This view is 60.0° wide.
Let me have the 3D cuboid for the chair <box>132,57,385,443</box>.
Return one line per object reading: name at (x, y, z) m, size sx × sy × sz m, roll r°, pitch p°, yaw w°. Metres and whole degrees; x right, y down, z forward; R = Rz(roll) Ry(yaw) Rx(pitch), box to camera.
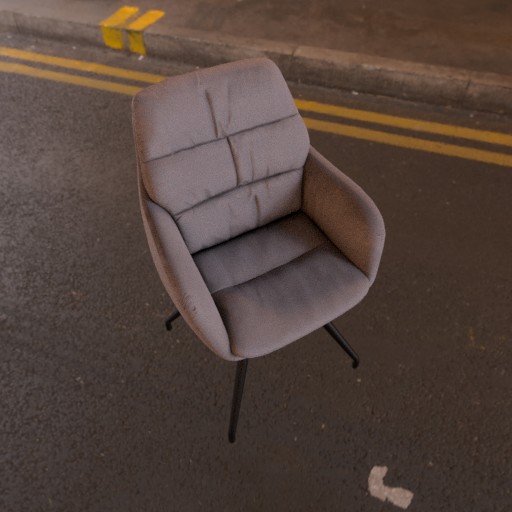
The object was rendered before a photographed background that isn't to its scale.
chair at (0.000, 0.000, 1.252) m, size 0.579 × 0.888 × 0.569 m, roll -24°, pitch 51°, yaw -21°
